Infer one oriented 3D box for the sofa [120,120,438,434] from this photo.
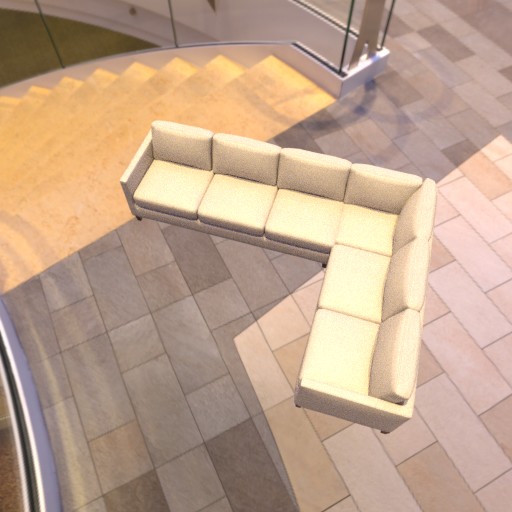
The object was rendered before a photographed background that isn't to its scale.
[{"bbox_3d":[0.000,0.000,4.546,3.333,0.934,2.522,14,59,9],"label":"sofa"}]
